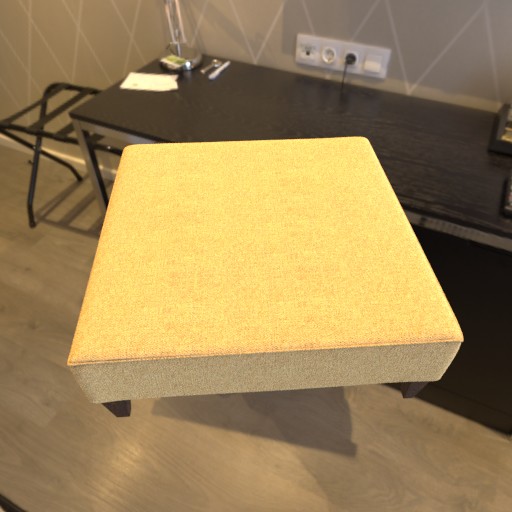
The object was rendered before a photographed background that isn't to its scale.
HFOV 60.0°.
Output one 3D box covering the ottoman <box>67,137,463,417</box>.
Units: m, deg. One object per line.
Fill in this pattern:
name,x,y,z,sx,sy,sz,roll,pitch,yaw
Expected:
ottoman,0.000,0.000,1.507,0.970,0.378,0.981,-3,45,-3
